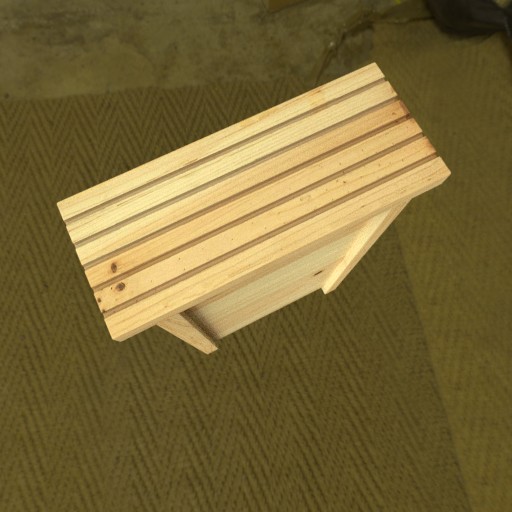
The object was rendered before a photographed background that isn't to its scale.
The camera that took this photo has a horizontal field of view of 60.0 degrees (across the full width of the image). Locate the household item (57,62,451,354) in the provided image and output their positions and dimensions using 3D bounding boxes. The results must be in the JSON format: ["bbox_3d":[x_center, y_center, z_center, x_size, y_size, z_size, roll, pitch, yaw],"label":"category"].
[{"bbox_3d":[0.000,0.000,0.558,0.301,0.407,0.123,-26,76,-7],"label":"household item"}]
